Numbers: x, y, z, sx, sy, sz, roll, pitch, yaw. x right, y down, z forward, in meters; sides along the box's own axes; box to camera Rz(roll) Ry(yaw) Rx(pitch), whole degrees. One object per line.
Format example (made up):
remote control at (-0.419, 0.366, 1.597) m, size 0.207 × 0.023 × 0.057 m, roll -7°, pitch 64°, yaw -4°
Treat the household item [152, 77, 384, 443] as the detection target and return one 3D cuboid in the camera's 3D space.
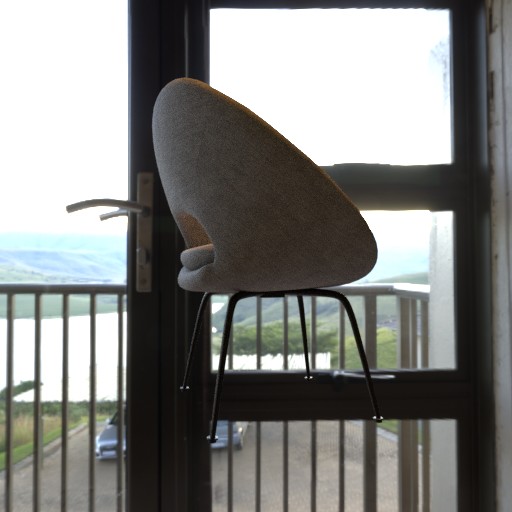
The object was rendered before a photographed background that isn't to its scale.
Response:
household item at (0.000, 0.000, 1.284) m, size 0.587 × 0.869 × 0.643 m, roll 0°, pitch -1°, yaw -18°
